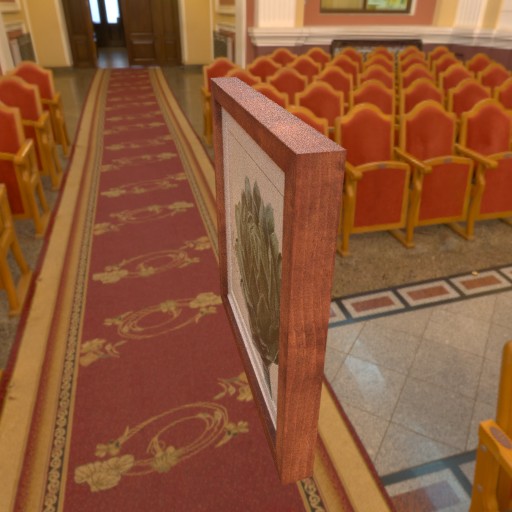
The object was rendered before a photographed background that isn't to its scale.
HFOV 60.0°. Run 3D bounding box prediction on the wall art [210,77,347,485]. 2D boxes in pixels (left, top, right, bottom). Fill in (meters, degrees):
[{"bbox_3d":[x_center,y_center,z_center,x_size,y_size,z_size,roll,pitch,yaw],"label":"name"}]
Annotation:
[{"bbox_3d":[0.000,0.000,0.578,0.038,0.385,0.386,-7,30,-12],"label":"wall art"}]
